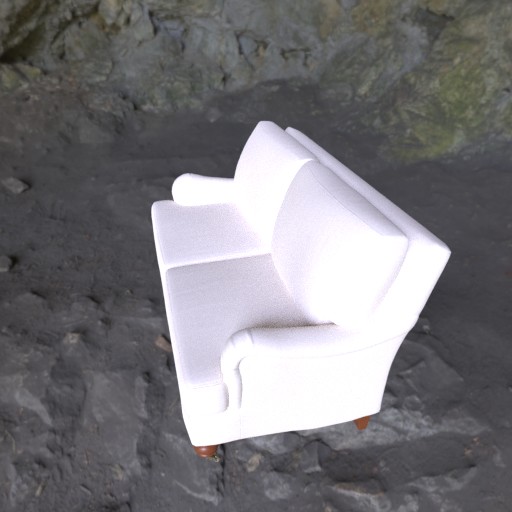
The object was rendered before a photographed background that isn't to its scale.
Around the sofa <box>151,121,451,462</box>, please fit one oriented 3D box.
[{"bbox_3d":[0.000,0.000,2.531,1.084,1.101,1.853,-8,32,-13],"label":"sofa"}]
